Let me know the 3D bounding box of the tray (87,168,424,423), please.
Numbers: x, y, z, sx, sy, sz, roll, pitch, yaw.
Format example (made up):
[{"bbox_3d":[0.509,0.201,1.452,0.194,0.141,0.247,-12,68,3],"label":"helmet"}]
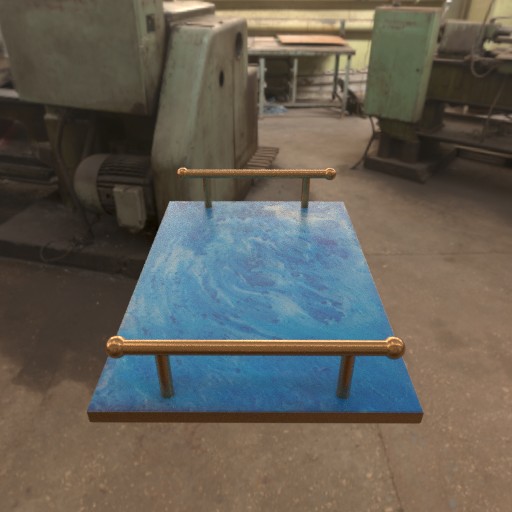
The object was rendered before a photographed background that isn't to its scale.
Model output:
[{"bbox_3d":[0.000,0.000,0.571,0.304,0.084,0.444,0,32,0],"label":"tray"}]
